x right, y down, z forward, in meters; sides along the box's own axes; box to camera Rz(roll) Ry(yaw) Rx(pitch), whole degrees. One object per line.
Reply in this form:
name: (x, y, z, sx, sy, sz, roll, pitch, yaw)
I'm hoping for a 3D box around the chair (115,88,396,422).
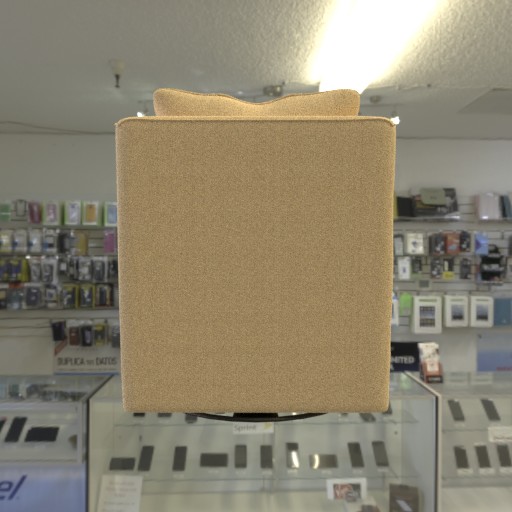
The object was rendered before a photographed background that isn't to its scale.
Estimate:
chair: (0.000, 0.000, 1.579, 0.760, 0.927, 0.876, 0, 0, 0)
